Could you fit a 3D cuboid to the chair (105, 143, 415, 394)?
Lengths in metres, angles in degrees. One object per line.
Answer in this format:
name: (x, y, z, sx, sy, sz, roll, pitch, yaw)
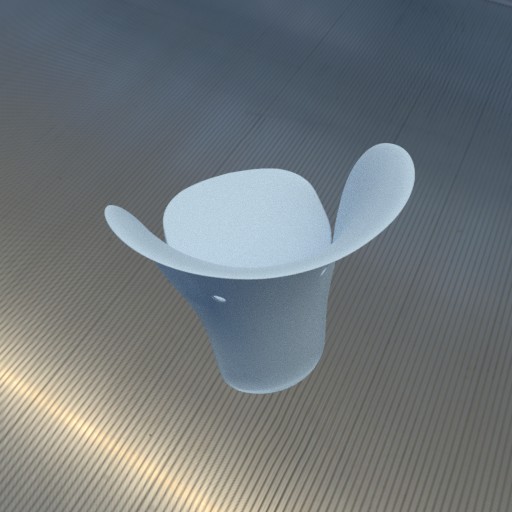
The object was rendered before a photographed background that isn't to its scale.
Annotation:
chair: (0.000, 0.000, 0.861, 0.451, 0.554, 0.402, -14, 59, -9)
